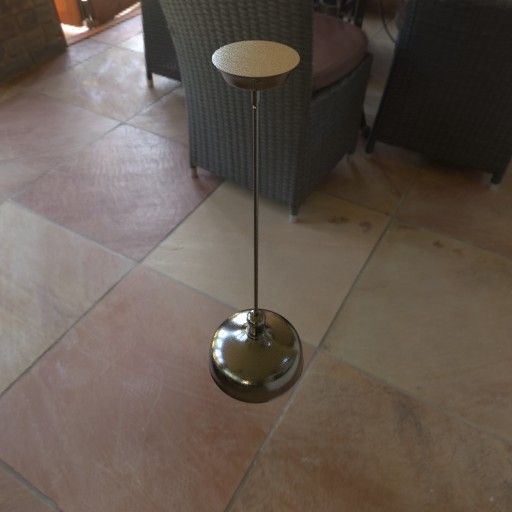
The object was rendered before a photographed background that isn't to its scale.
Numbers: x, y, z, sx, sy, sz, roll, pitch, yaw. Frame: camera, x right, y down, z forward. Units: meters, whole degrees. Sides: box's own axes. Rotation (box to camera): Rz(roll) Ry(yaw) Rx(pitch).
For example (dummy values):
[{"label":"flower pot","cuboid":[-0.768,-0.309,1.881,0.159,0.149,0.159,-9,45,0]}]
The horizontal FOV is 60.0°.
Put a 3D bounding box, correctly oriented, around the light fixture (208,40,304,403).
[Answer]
[{"label":"light fixture","cuboid":[0.000,0.000,1.059,0.299,0.935,0.299,26,52,22]}]
